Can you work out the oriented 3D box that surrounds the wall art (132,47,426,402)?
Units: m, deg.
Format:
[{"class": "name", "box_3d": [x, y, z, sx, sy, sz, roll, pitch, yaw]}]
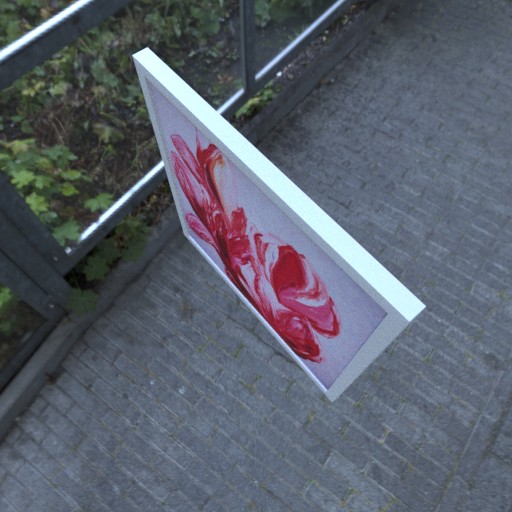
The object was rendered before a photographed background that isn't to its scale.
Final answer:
[{"class": "wall art", "box_3d": [0.000, 0.000, 0.681, 0.023, 0.453, 0.455, -37, 69, -17]}]
